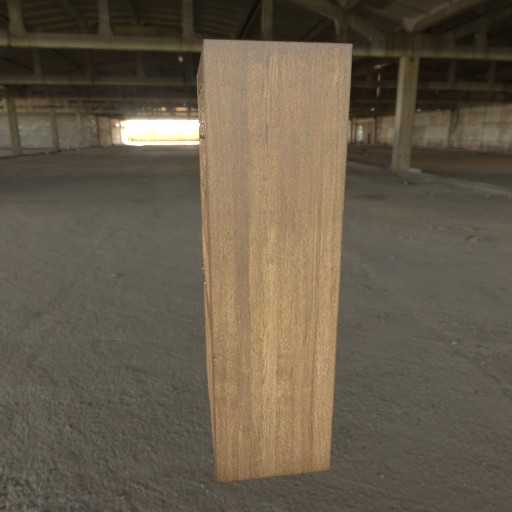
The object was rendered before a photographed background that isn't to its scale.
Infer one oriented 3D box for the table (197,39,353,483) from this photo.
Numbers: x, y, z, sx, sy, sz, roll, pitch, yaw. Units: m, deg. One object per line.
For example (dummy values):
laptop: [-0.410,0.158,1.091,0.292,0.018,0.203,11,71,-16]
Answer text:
table: [0.000,0.000,2.479,0.600,2.000,1.100,-2,16,-8]
